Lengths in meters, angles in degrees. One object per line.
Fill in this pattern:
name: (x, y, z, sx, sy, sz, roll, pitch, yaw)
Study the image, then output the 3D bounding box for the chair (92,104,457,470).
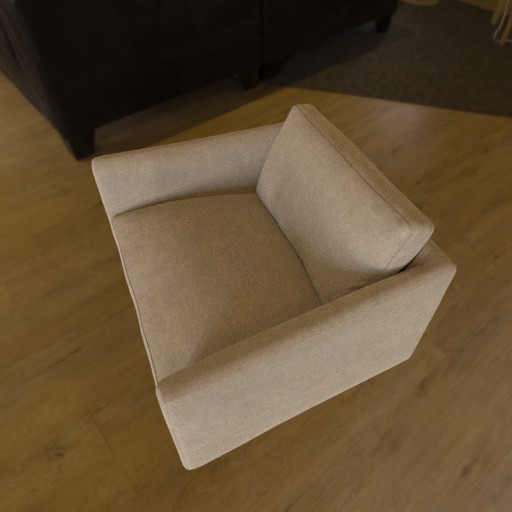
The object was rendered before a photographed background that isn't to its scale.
chair: (0.000, 0.000, 1.852, 1.091, 0.845, 1.190, -17, 51, -15)
